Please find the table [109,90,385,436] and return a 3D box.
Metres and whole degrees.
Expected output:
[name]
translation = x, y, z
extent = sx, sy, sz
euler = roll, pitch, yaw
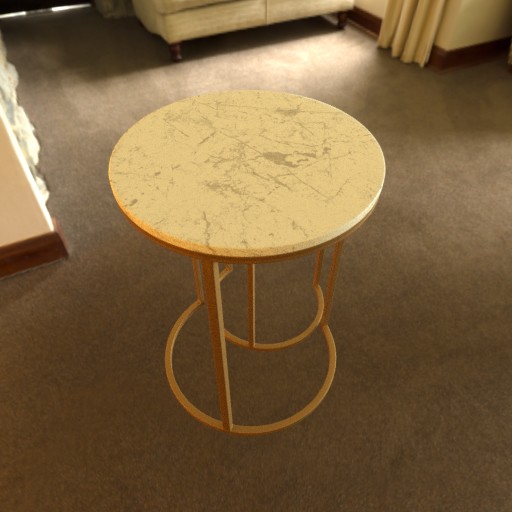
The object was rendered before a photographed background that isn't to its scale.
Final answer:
[table]
translation = 0.000, 0.000, 0.890
extent = 0.400, 0.550, 0.507
euler = 10, 47, 9
